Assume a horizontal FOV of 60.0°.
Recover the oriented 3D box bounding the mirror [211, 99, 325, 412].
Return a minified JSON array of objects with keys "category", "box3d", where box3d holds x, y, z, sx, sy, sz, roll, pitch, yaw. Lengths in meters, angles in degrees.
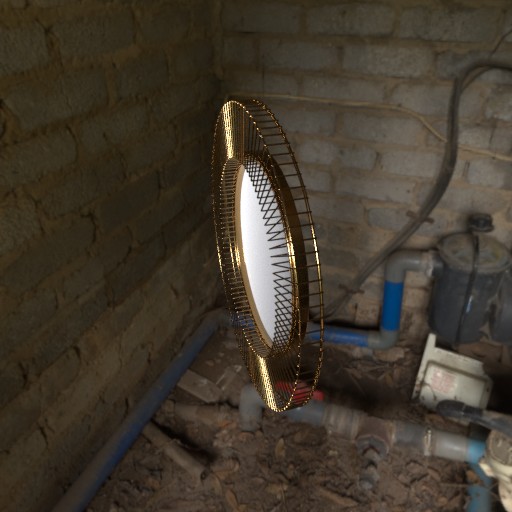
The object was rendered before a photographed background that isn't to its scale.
[{"category":"mirror","box3d":[0.000,0.000,1.051,0.067,0.703,0.703,-9,33,-14]}]
